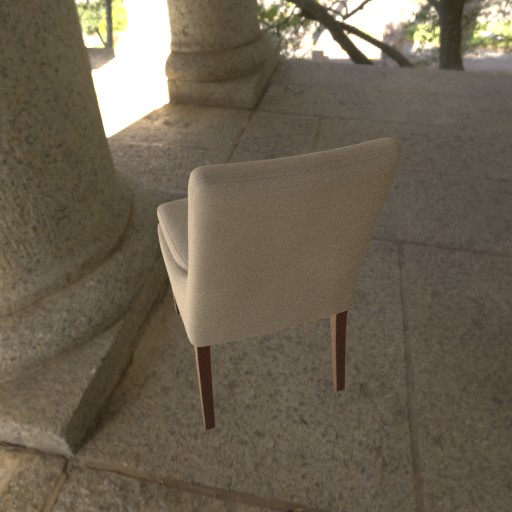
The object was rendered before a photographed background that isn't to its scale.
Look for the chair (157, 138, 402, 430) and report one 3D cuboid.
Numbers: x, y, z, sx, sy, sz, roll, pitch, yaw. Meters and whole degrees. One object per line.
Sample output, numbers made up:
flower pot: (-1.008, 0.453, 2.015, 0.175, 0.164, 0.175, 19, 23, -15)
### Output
chair: (0.000, 0.000, 1.306, 0.515, 0.940, 0.638, -12, 42, -13)
